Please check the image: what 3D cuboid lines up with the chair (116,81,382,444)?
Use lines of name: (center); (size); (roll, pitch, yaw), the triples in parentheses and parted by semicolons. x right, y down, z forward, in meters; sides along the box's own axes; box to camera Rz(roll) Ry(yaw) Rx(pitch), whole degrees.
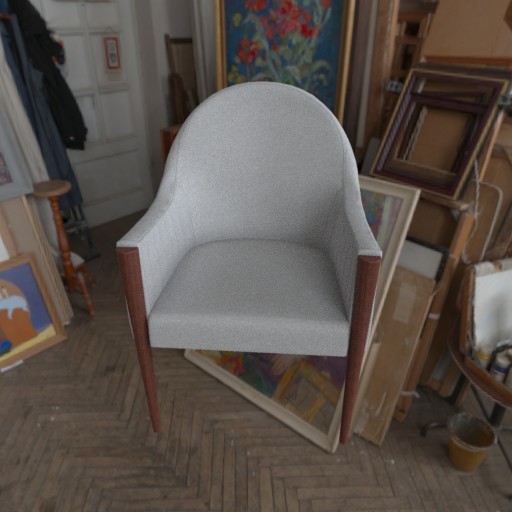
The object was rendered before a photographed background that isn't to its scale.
chair: (0.000, 0.000, 1.305); (0.610, 0.889, 0.620); (2, 29, 4)
